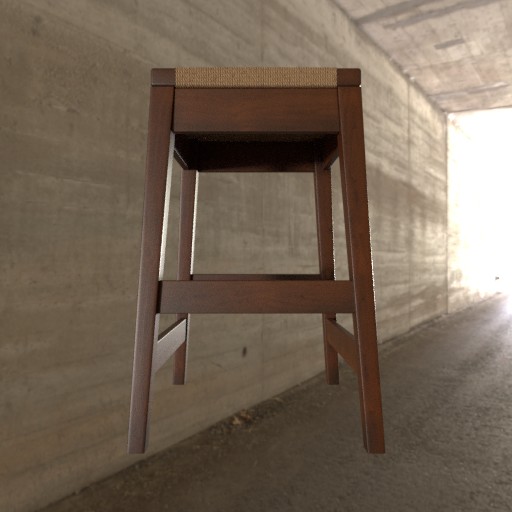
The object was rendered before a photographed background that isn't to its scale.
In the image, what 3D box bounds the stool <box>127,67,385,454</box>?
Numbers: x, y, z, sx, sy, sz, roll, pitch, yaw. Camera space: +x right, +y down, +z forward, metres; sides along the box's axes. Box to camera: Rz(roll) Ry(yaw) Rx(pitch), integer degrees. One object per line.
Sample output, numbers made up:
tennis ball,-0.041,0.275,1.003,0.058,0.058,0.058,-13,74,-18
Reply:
stool,0.000,0.000,1.105,0.497,0.762,0.507,0,-1,0
